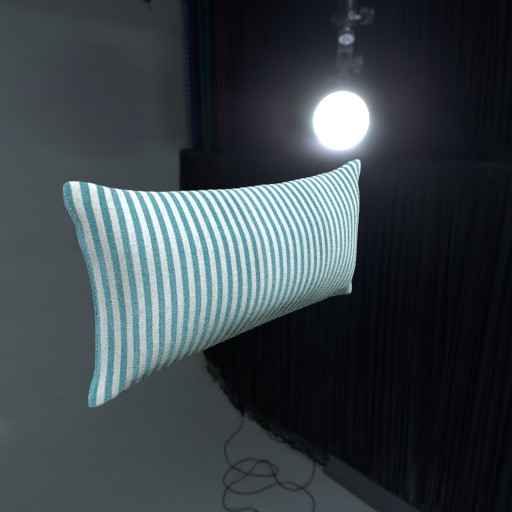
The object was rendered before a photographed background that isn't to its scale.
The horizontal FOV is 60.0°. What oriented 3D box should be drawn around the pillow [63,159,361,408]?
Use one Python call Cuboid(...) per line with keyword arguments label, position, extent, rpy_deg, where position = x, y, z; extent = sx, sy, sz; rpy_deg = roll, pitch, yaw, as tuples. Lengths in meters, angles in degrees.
Cuboid(label="pillow", position=(0.000, 0.000, 0.747), extent=(0.151, 0.295, 0.617), rpy_deg=(15, 21, 43))
